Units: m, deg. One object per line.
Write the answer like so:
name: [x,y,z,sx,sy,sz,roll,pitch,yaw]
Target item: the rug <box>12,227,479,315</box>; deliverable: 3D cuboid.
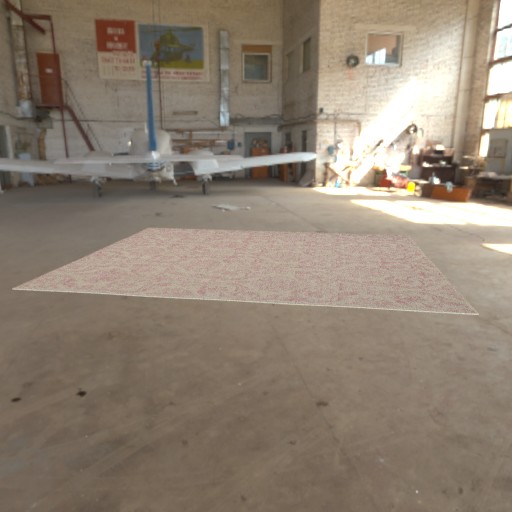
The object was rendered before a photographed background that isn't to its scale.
rug: [0.000,0.000,3.913,2.980,0.012,2.363,2,14,9]
